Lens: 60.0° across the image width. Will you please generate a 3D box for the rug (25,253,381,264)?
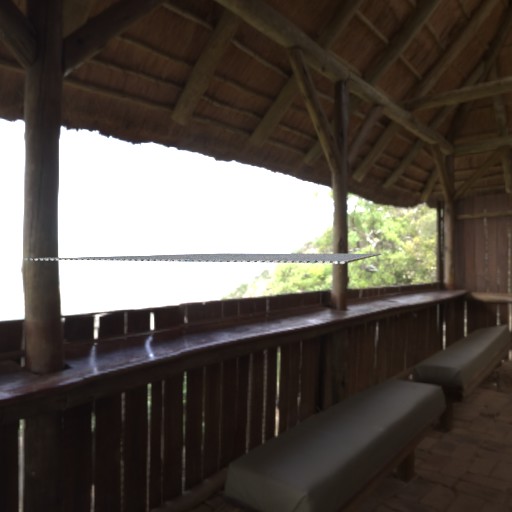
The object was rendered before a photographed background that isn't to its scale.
[{"bbox_3d":[0.000,0.000,3.032,1.524,0.010,2.438,0,1,19],"label":"rug"}]
